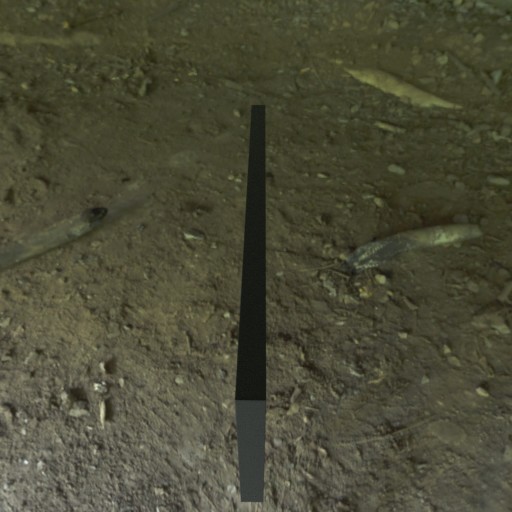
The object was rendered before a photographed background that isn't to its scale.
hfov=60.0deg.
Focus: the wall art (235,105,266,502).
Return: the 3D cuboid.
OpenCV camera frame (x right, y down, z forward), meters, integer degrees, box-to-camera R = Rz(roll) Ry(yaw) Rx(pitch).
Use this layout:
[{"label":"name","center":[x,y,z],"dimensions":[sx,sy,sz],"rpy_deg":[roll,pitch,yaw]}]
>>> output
[{"label":"wall art","center":[0.000,0.000,0.939],"dimensions":[0.037,0.303,0.860],"rpy_deg":[1,41,1]}]
